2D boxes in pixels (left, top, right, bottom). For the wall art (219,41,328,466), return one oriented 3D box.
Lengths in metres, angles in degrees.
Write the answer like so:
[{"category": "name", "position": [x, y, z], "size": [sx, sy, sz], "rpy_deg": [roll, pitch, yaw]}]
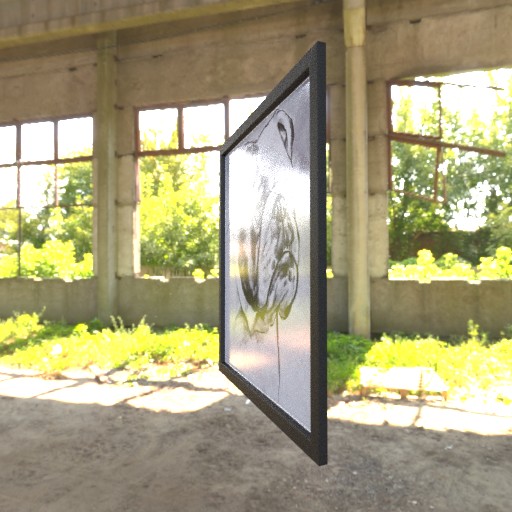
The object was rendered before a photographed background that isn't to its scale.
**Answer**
[{"category": "wall art", "position": [0.000, 0.000, 1.001], "size": [0.016, 0.659, 0.663], "rpy_deg": [0, -1, -18]}]
